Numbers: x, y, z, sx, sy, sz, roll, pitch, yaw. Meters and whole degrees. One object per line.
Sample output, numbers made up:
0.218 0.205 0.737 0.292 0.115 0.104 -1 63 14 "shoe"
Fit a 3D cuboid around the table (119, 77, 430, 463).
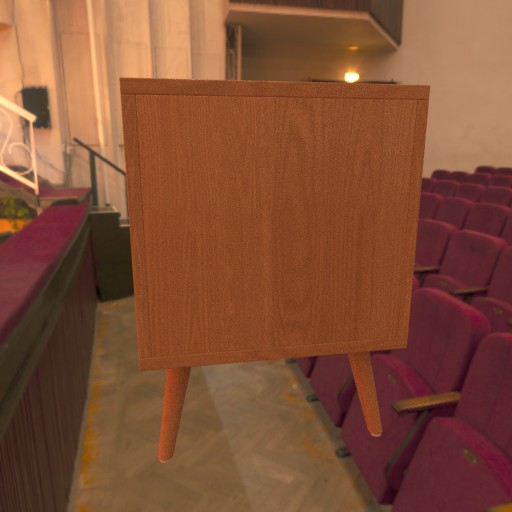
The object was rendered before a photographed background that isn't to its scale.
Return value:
0.000 0.000 0.813 0.400 0.550 0.400 -3 14 -10 "table"
